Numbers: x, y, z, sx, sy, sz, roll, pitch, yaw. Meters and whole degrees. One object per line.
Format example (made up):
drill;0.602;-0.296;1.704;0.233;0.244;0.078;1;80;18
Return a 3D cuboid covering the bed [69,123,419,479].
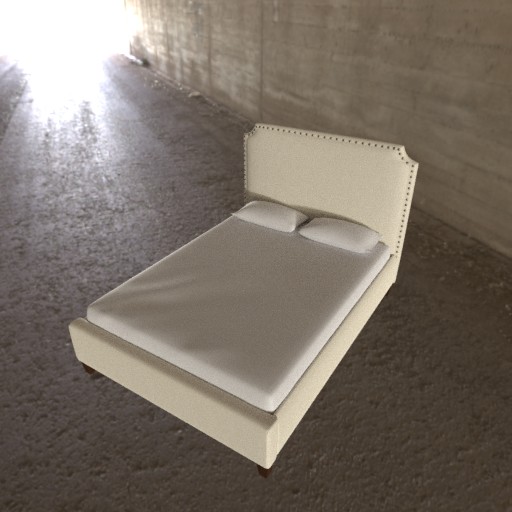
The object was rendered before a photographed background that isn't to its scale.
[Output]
bed;0.000;0.000;3.496;1.712;1.443;2.372;18;35;28
